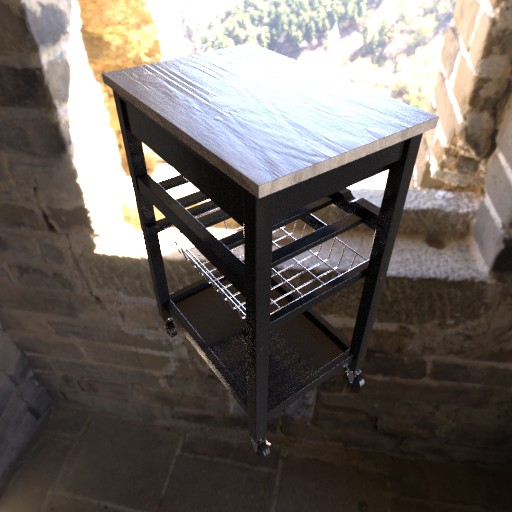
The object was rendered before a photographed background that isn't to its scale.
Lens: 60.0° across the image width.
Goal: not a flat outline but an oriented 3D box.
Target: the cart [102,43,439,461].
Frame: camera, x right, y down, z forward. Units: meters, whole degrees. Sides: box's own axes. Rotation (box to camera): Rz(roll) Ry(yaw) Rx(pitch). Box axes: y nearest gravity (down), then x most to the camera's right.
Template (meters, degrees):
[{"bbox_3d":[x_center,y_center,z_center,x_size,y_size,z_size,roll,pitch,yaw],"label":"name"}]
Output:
[{"bbox_3d":[0.000,0.000,1.142,0.403,0.839,0.584,-25,46,-27],"label":"cart"}]
